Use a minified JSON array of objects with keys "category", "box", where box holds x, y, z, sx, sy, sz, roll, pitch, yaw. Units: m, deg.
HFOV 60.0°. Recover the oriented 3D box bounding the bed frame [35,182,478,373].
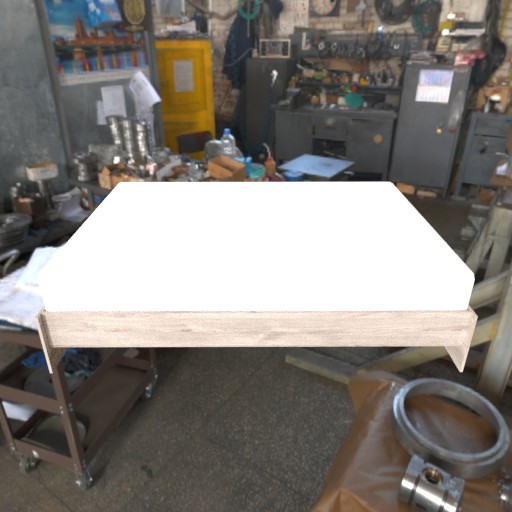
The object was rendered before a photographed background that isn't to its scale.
[{"category":"bed frame","box":[0.000,0.000,2.620,1.945,0.497,1.445,0,27,0]}]
